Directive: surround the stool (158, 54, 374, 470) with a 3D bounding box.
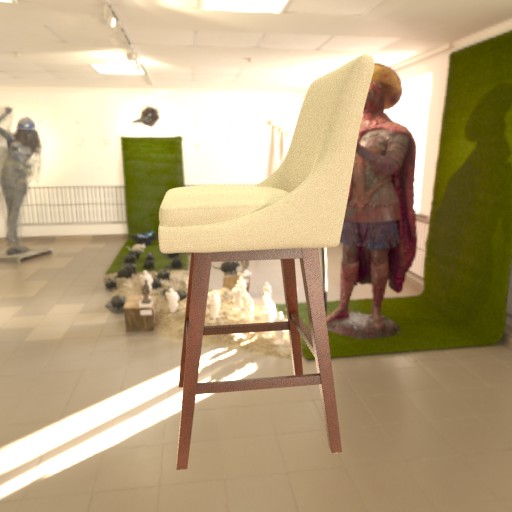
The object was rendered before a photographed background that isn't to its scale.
[{"bbox_3d":[0.000,0.000,1.362,0.559,1.097,0.470,-2,14,-9],"label":"stool"}]
